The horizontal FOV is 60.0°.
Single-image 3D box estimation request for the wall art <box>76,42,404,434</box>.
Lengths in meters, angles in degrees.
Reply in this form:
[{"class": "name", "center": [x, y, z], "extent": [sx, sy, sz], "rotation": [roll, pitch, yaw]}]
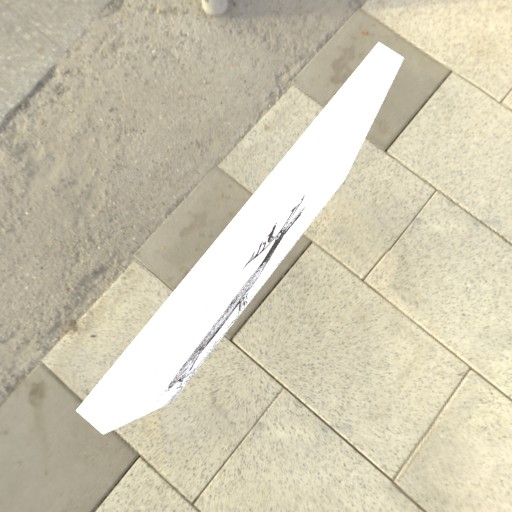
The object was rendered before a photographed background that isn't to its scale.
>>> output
[{"class": "wall art", "center": [0.000, 0.000, 0.751], "extent": [0.042, 0.414, 0.608], "rotation": [37, 79, 8]}]
